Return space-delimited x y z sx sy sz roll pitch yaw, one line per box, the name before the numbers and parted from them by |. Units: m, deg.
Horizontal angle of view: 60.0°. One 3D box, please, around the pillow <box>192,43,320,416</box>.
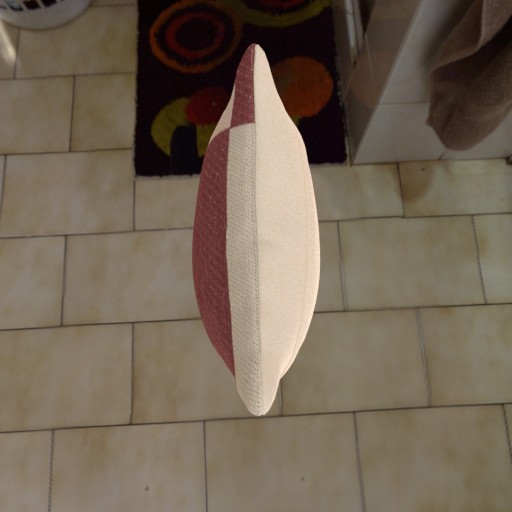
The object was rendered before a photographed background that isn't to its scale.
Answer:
pillow | 0.000 0.000 0.809 0.229 0.506 0.536 -1 76 0
